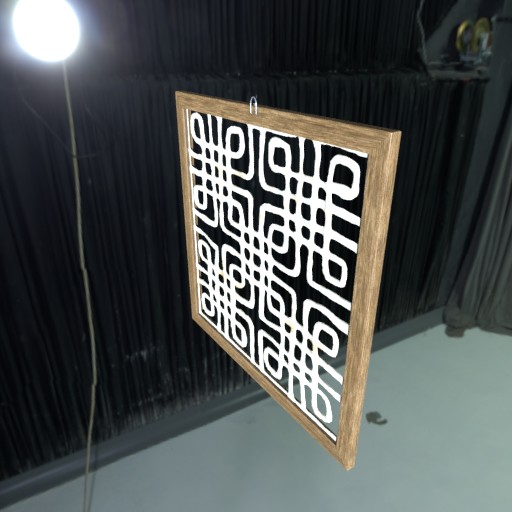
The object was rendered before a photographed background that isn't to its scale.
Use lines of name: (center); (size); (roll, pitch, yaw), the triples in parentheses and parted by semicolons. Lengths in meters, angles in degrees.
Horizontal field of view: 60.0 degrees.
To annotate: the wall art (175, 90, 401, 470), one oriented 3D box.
wall art: (0.000, 0.000, 0.833); (0.021, 0.582, 0.561); (-17, 31, -31)
